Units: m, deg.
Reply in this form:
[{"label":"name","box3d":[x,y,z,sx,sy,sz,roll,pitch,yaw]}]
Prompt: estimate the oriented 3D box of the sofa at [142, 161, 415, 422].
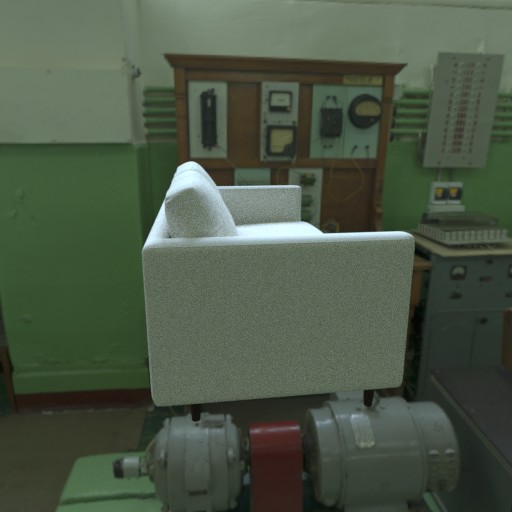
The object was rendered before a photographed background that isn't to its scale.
[{"label":"sofa","box3d":[0.000,0.000,2.269,0.940,0.893,1.713,-2,15,-8]}]
